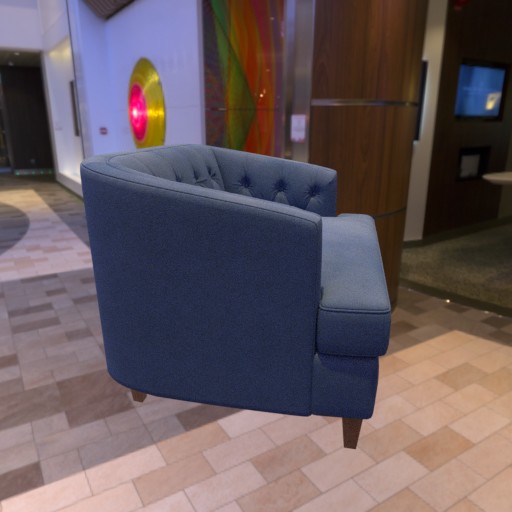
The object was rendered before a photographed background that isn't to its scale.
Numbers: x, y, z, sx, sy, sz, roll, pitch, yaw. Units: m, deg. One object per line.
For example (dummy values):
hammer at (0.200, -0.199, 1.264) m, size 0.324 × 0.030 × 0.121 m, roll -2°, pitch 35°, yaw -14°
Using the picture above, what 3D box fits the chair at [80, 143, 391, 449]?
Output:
chair at (0.000, 0.000, 1.687) m, size 0.914 × 0.787 × 1.118 m, roll 4°, pitch 18°, yaw 11°
